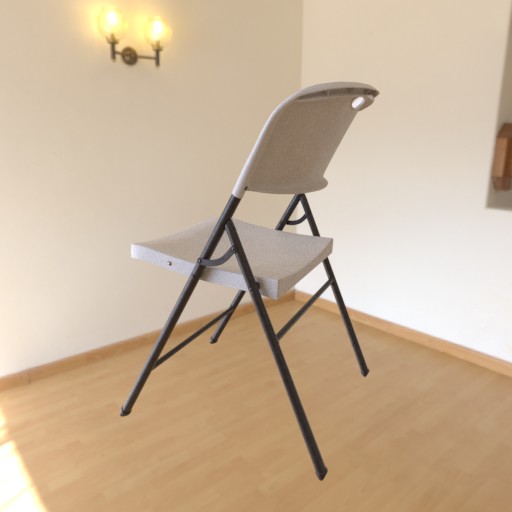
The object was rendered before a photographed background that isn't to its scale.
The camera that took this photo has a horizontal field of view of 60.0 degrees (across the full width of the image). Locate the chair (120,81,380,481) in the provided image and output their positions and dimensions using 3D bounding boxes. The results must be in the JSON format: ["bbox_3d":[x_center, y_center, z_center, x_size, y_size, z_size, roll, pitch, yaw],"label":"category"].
[{"bbox_3d":[0.000,0.000,1.155,0.566,0.810,0.494,7,17,24],"label":"chair"}]
